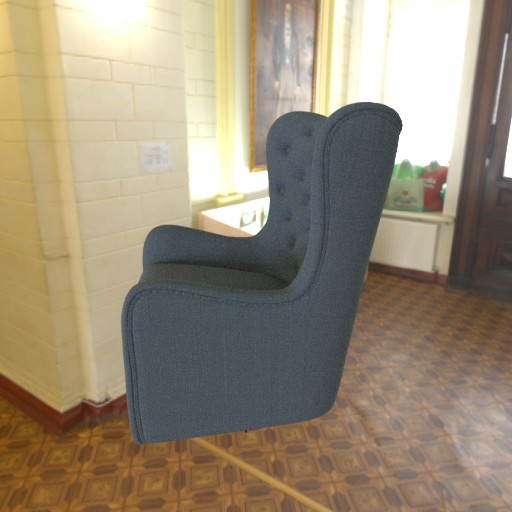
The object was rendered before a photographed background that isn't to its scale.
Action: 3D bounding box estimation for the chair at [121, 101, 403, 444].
[{"bbox_3d":[0.000,0.000,1.692,0.930,1.079,0.831,-2,16,-8],"label":"chair"}]
